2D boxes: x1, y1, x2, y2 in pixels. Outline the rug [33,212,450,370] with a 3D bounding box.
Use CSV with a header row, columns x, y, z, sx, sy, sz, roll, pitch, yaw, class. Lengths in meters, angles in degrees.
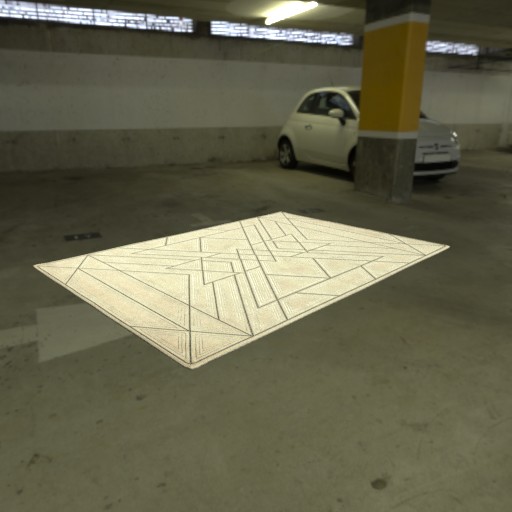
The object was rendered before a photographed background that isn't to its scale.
x,y,z,sx,sy,sz,roll,pitch,yaw,class
0.000,0.000,4.369,3.381,0.026,2.436,-17,24,-42,rug
